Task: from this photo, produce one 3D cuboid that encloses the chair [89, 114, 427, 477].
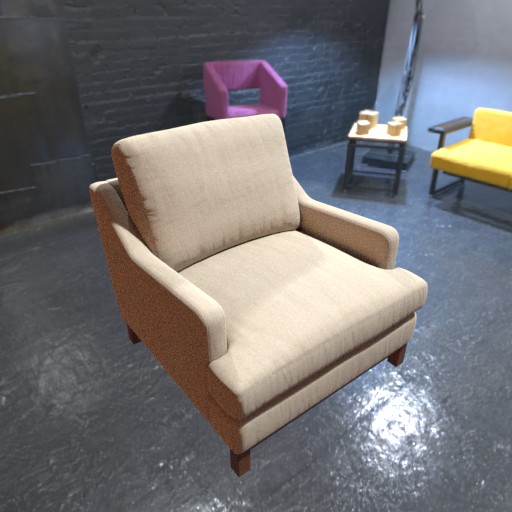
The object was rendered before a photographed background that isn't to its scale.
[{"bbox_3d":[0.000,0.000,1.731,0.912,0.916,1.001,-21,36,-32],"label":"chair"}]
